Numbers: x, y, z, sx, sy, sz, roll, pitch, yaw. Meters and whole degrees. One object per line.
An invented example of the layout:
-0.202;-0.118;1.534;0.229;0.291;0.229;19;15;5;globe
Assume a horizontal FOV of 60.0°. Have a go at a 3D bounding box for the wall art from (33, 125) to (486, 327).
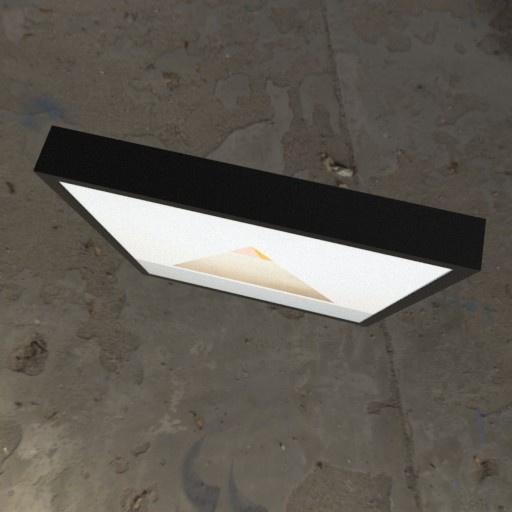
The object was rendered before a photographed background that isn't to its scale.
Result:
0.000;0.000;0.443;0.304;0.303;0.037;13;75;4;wall art
